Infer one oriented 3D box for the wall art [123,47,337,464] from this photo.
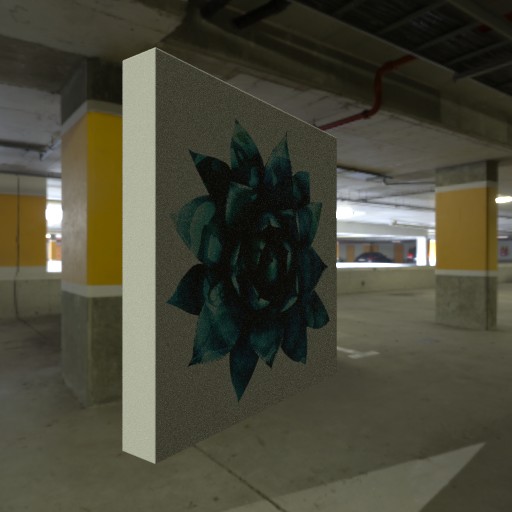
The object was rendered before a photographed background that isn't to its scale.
[{"bbox_3d":[0.000,0.000,0.458,0.038,0.305,0.305,0,0,36],"label":"wall art"}]
